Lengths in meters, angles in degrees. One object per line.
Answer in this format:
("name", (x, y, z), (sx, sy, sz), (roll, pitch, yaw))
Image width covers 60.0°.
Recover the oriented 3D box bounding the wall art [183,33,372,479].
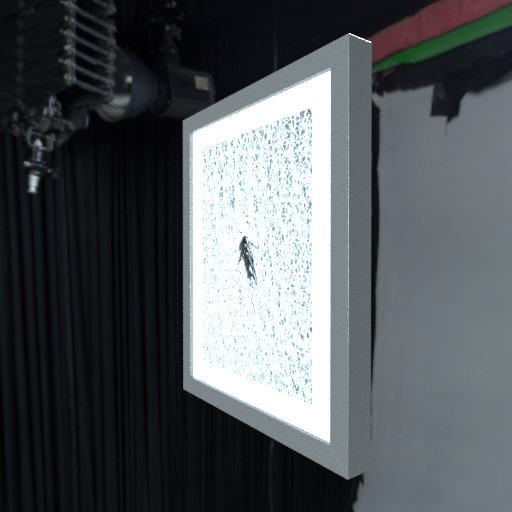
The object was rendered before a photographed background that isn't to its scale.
("wall art", (0.000, 0.000, 0.509), (0.030, 0.379, 0.308), (0, 1, -36))
